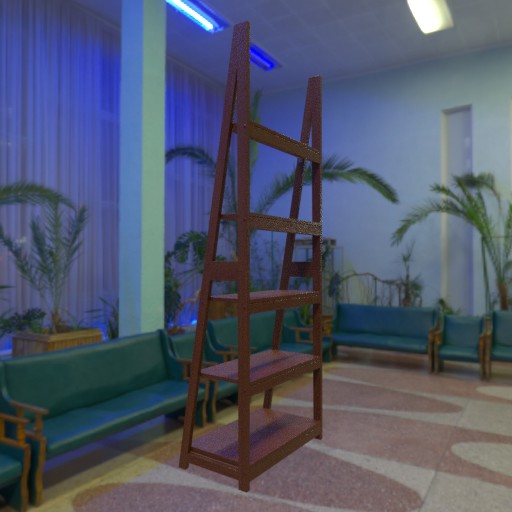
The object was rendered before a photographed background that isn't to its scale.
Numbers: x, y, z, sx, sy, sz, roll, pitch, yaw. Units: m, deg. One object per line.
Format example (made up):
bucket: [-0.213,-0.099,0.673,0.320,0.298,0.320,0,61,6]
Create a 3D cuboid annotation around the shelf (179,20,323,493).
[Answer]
shelf: [0.000,0.000,2.026,0.356,1.780,0.630,-1,-1,35]
